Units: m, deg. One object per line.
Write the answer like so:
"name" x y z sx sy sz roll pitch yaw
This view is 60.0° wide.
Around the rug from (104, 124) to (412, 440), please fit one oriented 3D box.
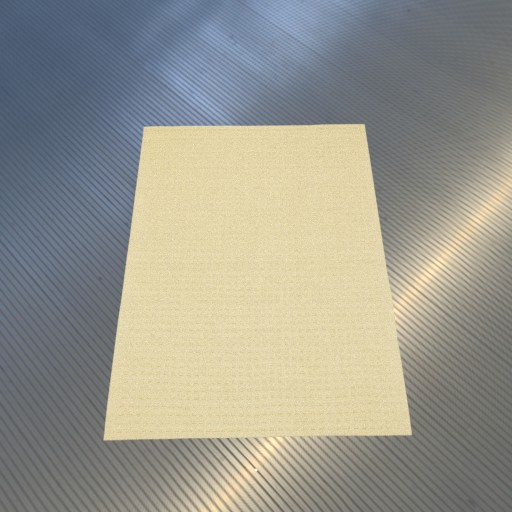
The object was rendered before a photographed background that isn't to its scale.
"rug" 0.000 0.000 4.197 2.452 0.016 3.204 -1 64 0
